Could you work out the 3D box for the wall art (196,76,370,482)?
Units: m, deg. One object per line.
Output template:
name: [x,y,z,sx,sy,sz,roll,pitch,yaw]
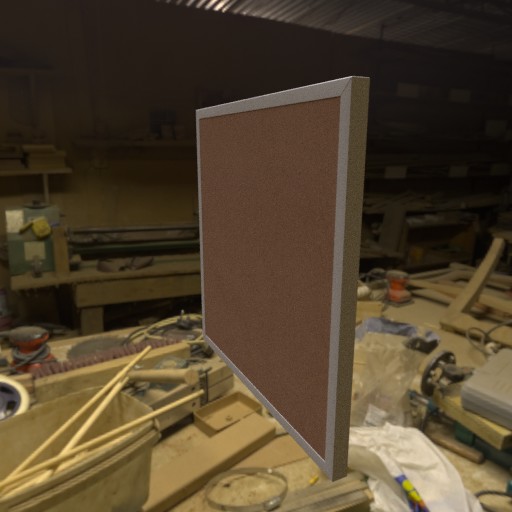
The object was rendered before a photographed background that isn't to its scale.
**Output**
wall art: [0.000,0.000,1.133,0.036,0.760,0.760,-7,15,-26]
